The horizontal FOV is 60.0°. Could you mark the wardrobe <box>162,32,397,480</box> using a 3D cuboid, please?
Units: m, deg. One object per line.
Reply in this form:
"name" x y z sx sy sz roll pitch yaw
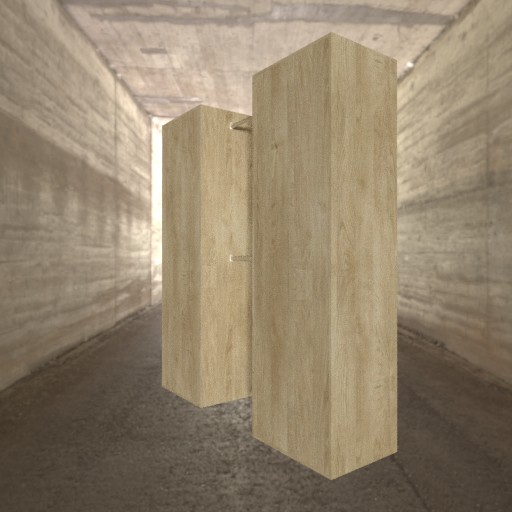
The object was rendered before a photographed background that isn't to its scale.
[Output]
"wardrobe" 0.000 0.000 2.831 0.480 2.000 1.770 0 0 -37
